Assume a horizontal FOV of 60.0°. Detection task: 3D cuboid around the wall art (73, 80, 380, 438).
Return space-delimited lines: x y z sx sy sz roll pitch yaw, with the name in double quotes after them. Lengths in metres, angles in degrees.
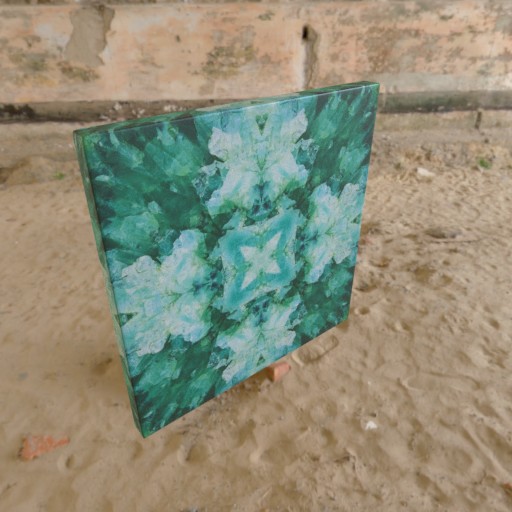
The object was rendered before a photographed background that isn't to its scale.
0.000 0.000 0.754 0.507 0.508 0.038 -22 38 -32 "wall art"
